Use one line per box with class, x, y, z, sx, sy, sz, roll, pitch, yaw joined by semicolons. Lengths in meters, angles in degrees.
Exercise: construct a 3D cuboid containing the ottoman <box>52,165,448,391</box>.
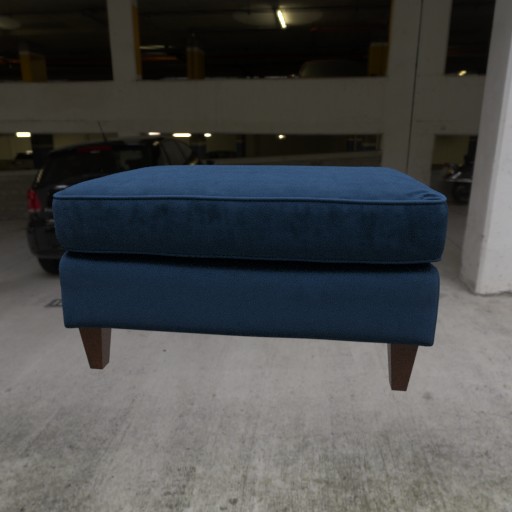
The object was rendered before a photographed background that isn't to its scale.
ottoman;0.000;0.000;1.231;0.862;0.484;0.583;2;16;7
